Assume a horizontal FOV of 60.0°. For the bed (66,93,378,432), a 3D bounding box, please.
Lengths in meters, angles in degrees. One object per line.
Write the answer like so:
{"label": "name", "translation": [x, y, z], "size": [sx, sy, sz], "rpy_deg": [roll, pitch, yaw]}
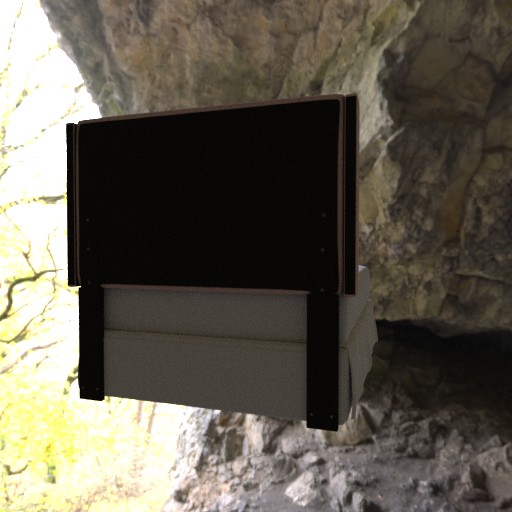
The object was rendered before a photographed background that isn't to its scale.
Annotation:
{"label": "bed", "translation": [0.000, 0.000, 3.367], "size": [1.719, 1.665, 2.066], "rpy_deg": [0, 2, 18]}
